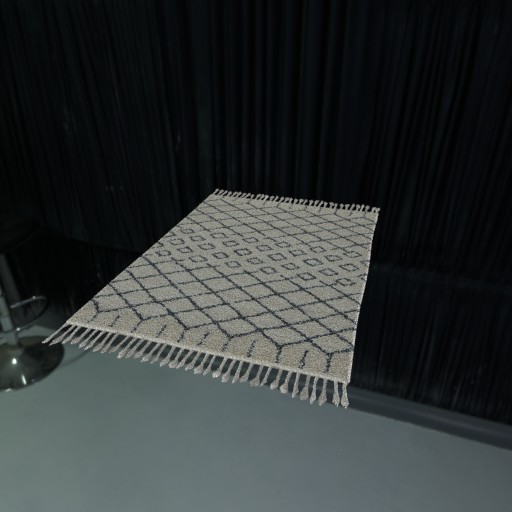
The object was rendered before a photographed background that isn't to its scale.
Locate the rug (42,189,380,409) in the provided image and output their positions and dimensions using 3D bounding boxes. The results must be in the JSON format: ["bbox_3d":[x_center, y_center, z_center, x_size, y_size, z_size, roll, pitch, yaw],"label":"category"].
[{"bbox_3d":[0.000,0.000,3.308,1.664,0.029,2.615,8,29,15],"label":"rug"}]
